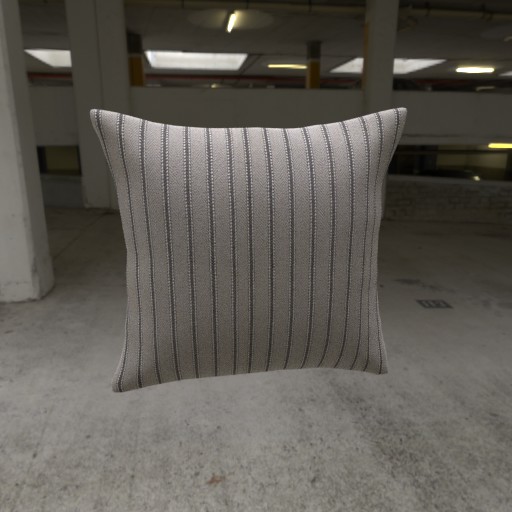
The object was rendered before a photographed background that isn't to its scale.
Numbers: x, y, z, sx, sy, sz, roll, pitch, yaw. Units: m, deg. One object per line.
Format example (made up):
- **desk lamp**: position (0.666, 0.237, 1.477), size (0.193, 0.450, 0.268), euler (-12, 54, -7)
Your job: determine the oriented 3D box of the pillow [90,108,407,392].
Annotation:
- **pillow**: position (0.000, 0.000, 0.693), size (0.468, 0.444, 0.138), euler (-2, 15, -8)
